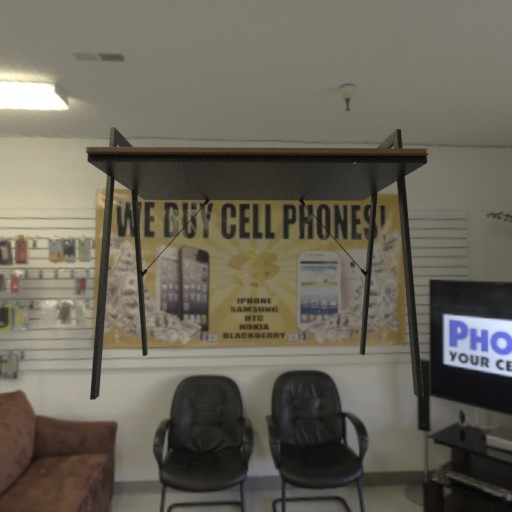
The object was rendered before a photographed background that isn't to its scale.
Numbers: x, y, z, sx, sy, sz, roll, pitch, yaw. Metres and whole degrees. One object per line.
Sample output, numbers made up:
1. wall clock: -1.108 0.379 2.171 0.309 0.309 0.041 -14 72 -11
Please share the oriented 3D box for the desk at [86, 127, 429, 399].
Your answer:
1. desk: 0.000 0.000 1.869 1.143 0.998 0.936 0 -2 -1
